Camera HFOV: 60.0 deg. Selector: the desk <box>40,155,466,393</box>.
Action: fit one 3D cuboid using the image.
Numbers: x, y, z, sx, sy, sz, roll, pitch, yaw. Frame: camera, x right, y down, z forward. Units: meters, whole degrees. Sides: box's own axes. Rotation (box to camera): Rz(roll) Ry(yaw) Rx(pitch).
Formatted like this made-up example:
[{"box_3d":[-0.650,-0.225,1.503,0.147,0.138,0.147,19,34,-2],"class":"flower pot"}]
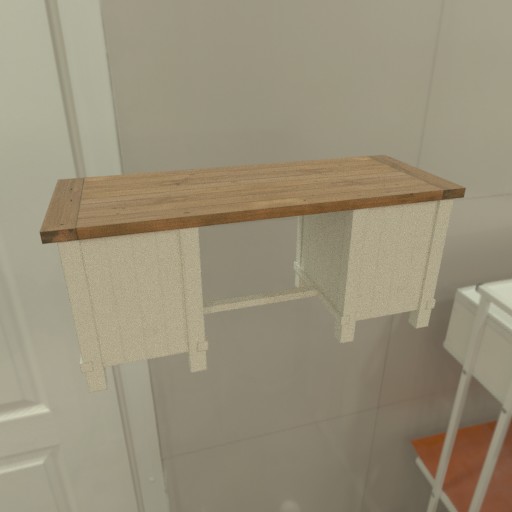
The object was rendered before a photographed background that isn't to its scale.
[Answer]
[{"box_3d":[0.000,0.000,2.260,1.803,0.760,0.688,-8,27,-15],"class":"desk"}]
